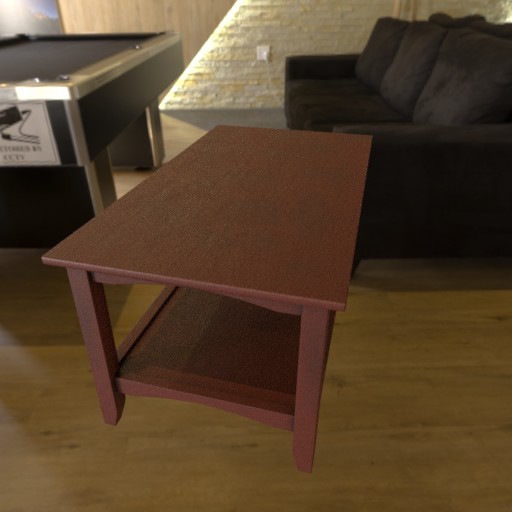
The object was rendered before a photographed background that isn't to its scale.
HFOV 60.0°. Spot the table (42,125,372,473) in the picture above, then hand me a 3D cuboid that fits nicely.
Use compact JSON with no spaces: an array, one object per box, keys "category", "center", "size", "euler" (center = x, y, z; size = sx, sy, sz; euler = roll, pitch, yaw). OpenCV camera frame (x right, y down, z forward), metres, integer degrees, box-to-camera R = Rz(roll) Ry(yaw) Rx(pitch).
[{"category":"table","center":[0.000,0.000,1.228],"size":[0.533,0.456,0.943],"euler":[8,32,13]}]
